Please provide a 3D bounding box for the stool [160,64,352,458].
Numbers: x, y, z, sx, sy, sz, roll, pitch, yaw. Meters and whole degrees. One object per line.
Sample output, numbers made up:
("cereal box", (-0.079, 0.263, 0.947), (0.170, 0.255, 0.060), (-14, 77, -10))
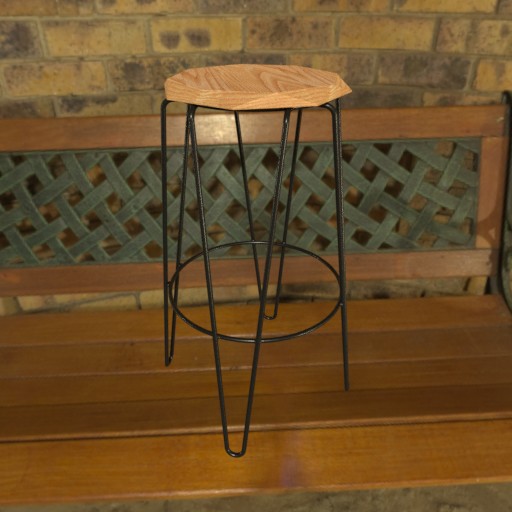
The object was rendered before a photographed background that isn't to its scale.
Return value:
("stool", (0.000, 0.000, 0.802), (0.326, 0.610, 0.326), (-19, 36, -29))
